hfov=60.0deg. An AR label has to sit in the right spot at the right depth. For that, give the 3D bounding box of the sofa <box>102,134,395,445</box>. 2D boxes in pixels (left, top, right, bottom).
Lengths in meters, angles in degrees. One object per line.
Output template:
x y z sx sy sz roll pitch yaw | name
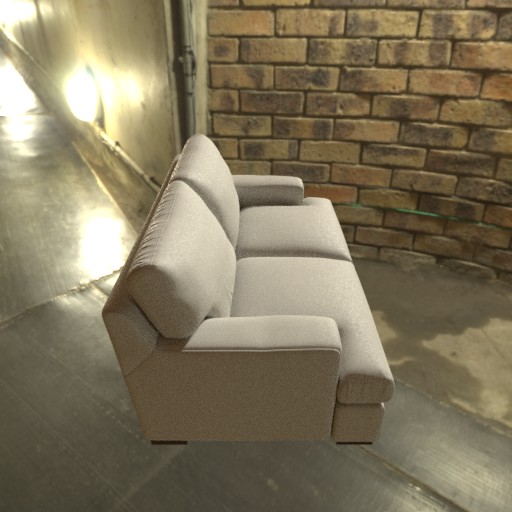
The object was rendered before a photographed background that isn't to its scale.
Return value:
0.000 0.000 2.525 1.143 0.940 1.880 0 31 0 | sofa
